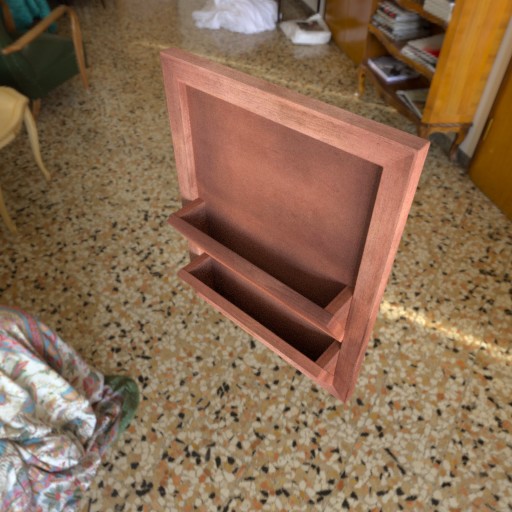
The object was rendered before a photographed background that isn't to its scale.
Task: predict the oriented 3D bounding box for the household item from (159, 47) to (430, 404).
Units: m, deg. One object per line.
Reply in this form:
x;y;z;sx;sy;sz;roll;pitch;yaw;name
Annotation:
0.000;0.000;0.548;0.310;0.407;0.067;32;53;28;household item
